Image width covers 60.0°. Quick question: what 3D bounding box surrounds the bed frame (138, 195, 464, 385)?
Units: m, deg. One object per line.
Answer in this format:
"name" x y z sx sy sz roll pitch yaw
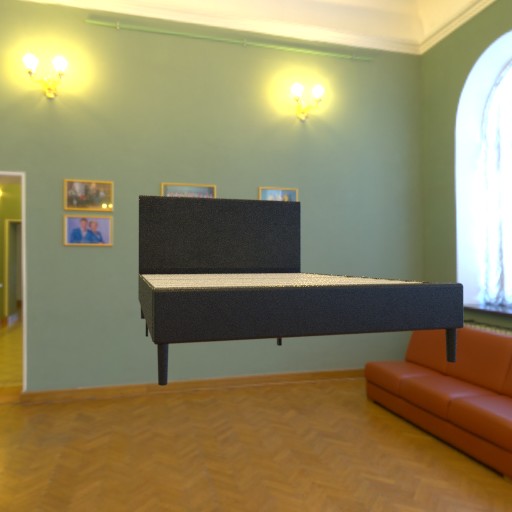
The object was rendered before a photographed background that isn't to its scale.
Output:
"bed frame" 0.000 0.000 2.974 1.469 1.046 2.152 0 -1 -16
